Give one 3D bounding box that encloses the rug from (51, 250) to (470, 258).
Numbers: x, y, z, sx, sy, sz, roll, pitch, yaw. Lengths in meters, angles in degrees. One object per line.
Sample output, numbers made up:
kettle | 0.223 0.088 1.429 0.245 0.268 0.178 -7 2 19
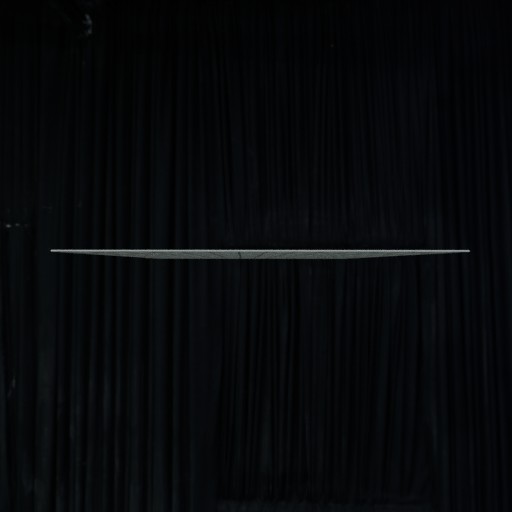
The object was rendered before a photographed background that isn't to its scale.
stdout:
rug | 0.000 0.000 3.980 2.330 0.010 3.061 0 -1 -2
